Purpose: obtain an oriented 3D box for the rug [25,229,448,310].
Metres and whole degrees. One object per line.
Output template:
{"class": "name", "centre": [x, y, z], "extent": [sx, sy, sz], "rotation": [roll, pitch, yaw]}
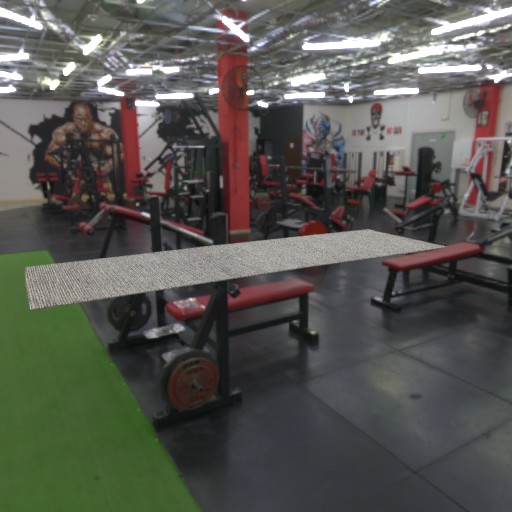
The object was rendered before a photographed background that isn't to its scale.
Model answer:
{"class": "rug", "centre": [0.000, 0.000, 2.517], "extent": [2.335, 0.013, 0.697], "rotation": [-7, 16, -27]}
